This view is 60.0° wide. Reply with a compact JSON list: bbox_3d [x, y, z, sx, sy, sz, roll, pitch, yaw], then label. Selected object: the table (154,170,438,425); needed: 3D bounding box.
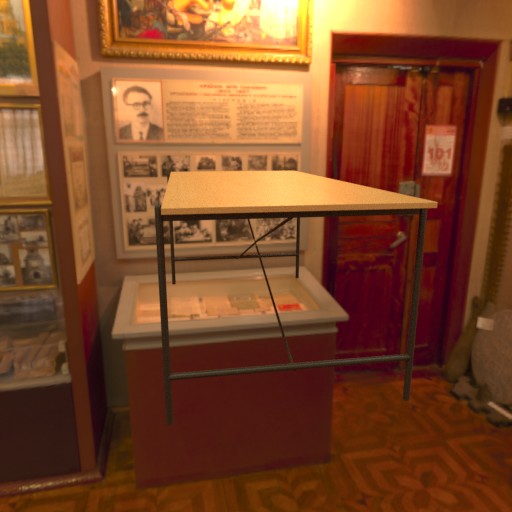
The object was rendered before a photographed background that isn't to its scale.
[{"bbox_3d":[0.000,0.000,2.278,0.900,0.758,1.800,-2,14,-9],"label":"table"}]
